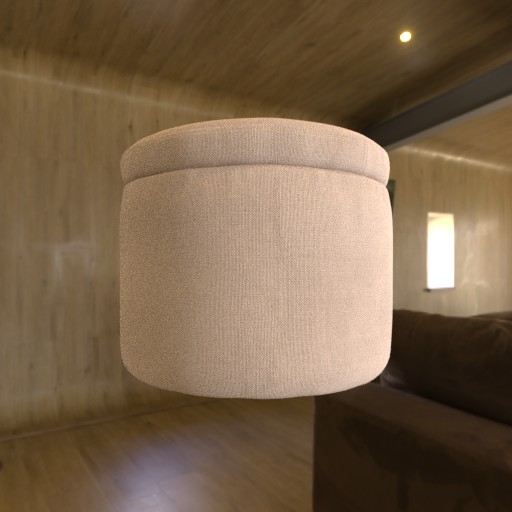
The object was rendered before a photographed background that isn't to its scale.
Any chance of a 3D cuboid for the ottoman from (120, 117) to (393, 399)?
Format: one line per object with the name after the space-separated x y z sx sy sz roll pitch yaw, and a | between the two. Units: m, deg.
0.000 0.000 0.843 0.497 0.409 0.497 0 -1 0 | ottoman
